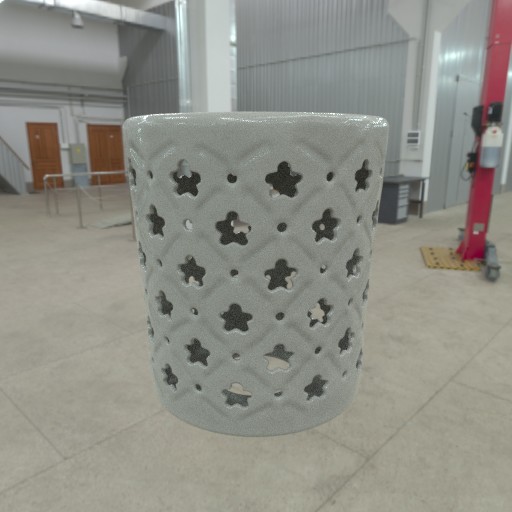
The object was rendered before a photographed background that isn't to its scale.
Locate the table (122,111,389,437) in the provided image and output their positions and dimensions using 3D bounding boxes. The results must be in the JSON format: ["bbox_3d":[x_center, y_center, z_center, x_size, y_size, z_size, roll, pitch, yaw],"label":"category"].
[{"bbox_3d":[0.000,0.000,0.650,0.352,0.387,0.352,0,14,0],"label":"table"}]
